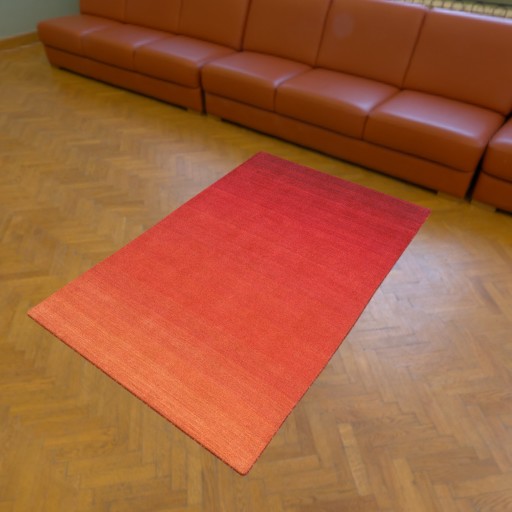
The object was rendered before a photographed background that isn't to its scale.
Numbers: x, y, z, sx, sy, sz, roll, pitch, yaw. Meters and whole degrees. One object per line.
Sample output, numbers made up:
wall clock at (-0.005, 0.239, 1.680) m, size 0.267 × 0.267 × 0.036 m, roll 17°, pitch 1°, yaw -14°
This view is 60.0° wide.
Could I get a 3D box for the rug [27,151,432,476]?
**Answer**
rug at (0.000, 0.000, 2.278) m, size 1.230 × 0.018 × 1.835 m, roll 25°, pitch 47°, yaw 26°
